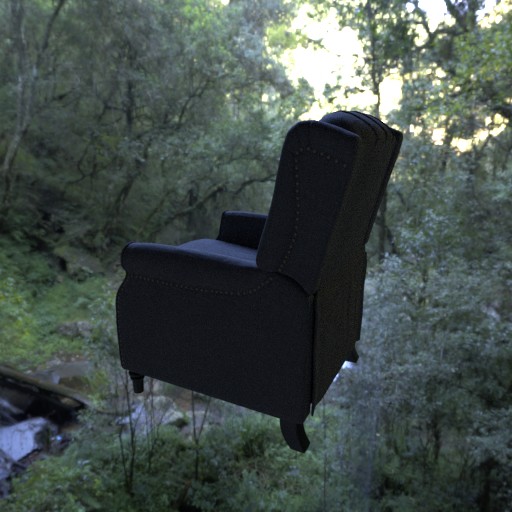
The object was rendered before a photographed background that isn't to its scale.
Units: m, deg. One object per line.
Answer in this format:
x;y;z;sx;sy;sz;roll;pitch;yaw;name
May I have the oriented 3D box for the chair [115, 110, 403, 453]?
0.000;0.000;1.671;0.898;1.035;0.742;8;19;26;chair
